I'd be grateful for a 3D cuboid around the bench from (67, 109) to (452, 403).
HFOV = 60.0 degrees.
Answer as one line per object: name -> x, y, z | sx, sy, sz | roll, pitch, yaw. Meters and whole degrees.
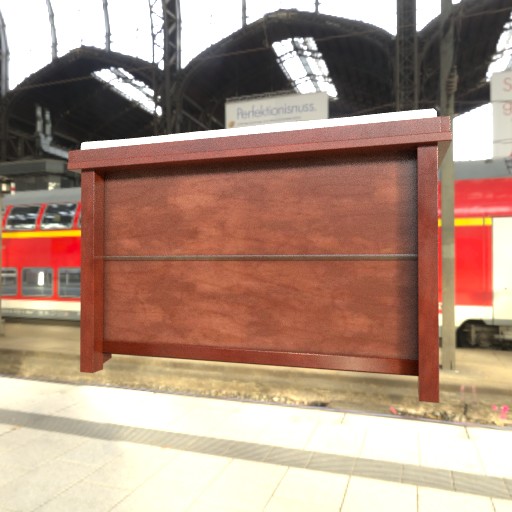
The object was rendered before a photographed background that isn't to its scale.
bench -> 0.000, 0.000, 1.260 | 0.987, 0.646, 0.369 | 0, -1, 18
